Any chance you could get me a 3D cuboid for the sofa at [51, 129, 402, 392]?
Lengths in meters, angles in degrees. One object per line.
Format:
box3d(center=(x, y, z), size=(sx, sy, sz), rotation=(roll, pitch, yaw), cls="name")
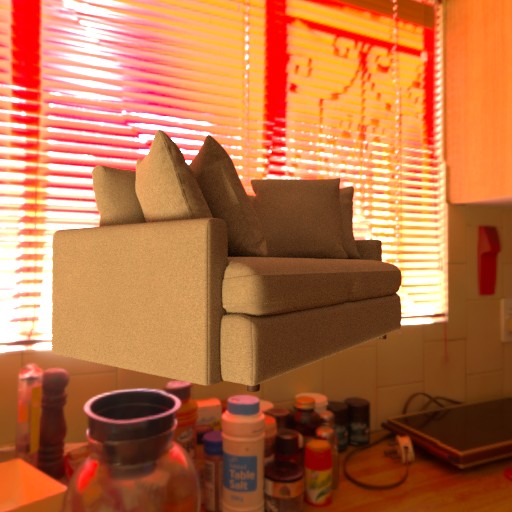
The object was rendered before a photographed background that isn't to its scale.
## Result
box3d(center=(0.000, 0.000, 2.622), size=(1.228, 1.080, 1.869), rotation=(-1, -1, 35), cls="sofa")
